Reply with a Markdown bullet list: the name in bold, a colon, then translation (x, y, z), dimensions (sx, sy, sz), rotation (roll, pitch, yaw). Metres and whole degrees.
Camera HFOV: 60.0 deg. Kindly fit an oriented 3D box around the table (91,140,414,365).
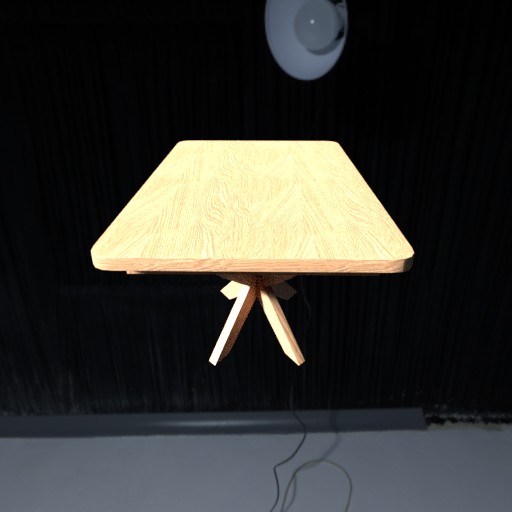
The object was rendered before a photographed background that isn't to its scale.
- **table**: translation (0.000, 0.000, 2.138), dimensions (0.950, 0.770, 1.600), rotation (0, 26, 1)
